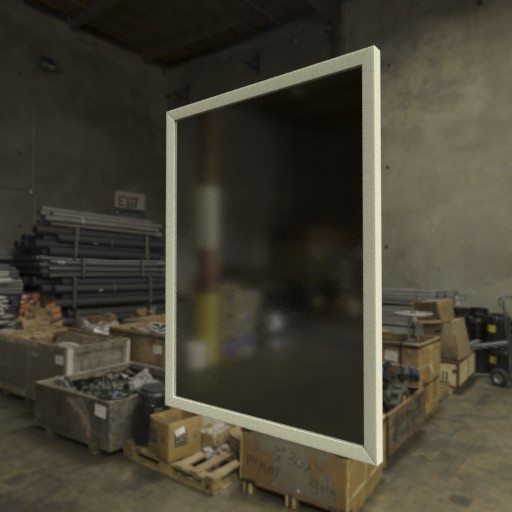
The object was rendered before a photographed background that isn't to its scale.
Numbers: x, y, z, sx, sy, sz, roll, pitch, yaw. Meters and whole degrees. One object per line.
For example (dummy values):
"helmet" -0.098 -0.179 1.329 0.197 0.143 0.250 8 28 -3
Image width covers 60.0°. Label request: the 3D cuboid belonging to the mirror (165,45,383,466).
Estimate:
"mirror" 0.000 0.000 1.318 0.762 1.016 0.040 -1 -2 38
